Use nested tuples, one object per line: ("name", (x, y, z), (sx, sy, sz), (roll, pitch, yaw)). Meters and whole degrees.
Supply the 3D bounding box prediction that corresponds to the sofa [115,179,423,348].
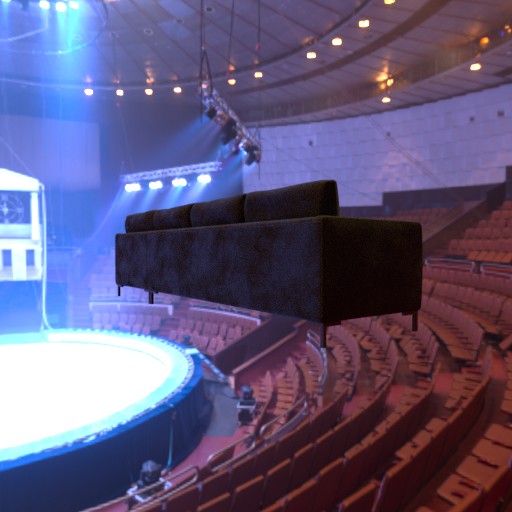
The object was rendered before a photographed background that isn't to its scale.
("sofa", (0.000, 0.000, 3.332), (1.255, 0.756, 2.725), (-1, 1, -36))
